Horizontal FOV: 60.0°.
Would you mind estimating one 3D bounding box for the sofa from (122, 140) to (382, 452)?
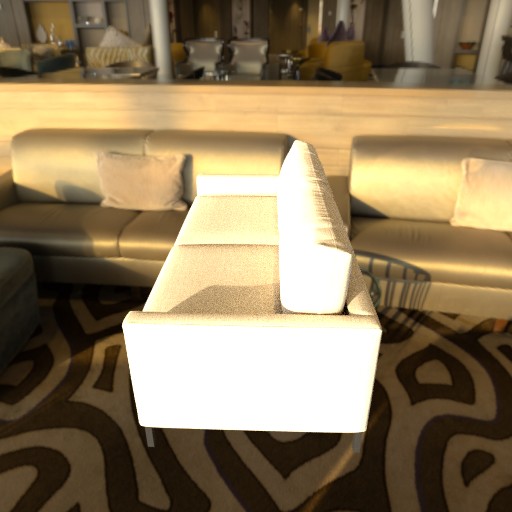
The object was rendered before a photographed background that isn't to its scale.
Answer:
[{"bbox_3d":[0.000,0.000,2.162,0.839,0.812,1.651,1,27,2],"label":"sofa"}]
